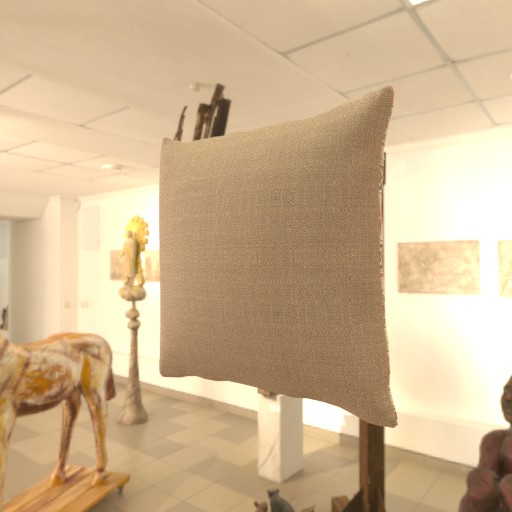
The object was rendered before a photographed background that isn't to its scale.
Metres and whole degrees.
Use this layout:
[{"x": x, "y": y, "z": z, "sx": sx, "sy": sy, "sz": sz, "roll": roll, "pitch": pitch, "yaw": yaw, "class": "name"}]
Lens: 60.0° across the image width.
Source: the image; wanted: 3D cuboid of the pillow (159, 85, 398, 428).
[{"x": 0.000, "y": 0.000, "z": 0.813, "sx": 0.521, "sy": 0.519, "sz": 0.215, "roll": -1, "pitch": -1, "yaw": 37, "class": "pillow"}]
